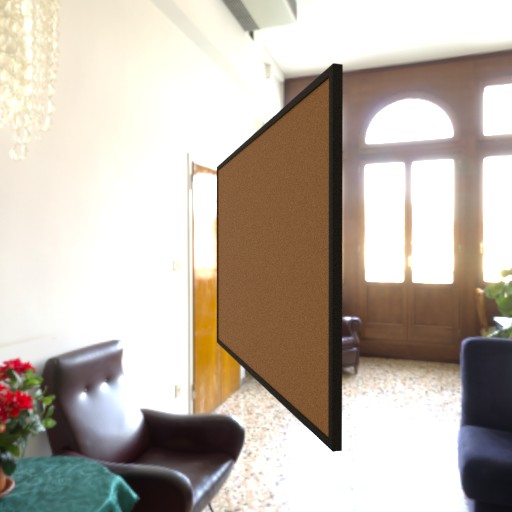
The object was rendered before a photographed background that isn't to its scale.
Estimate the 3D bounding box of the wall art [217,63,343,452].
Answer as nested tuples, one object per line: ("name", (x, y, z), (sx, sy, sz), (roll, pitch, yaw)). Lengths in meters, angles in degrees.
("wall art", (0.000, 0.000, 0.842), (0.013, 0.458, 0.664), (0, 1, -17))
